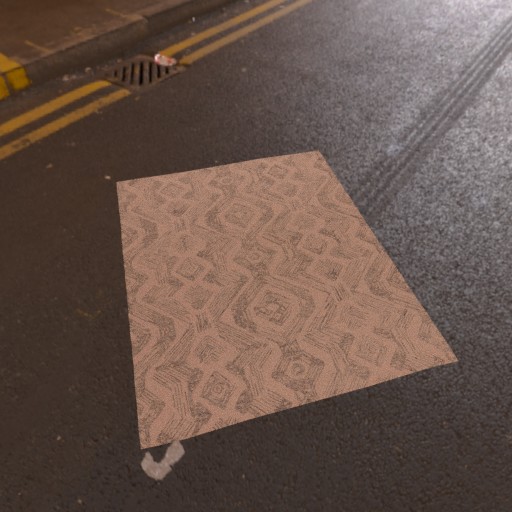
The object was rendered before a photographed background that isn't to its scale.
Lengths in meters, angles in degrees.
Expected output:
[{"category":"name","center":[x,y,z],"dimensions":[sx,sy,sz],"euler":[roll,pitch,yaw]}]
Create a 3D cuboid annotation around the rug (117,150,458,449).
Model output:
[{"category":"rug","center":[0.000,0.000,4.193],"dimensions":[2.430,0.030,3.054],"euler":[-11,47,-10]}]
